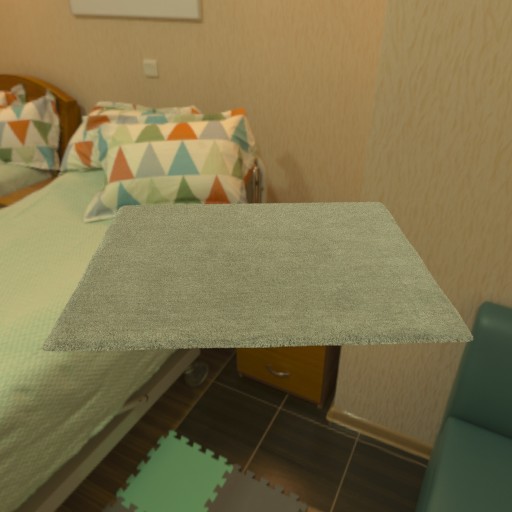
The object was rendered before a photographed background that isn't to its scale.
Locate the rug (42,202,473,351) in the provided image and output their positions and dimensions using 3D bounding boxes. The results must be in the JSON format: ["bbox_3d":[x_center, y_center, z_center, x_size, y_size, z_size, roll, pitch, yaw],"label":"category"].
[{"bbox_3d":[0.000,0.000,3.945,2.933,0.027,2.332,-1,31,-2],"label":"rug"}]
